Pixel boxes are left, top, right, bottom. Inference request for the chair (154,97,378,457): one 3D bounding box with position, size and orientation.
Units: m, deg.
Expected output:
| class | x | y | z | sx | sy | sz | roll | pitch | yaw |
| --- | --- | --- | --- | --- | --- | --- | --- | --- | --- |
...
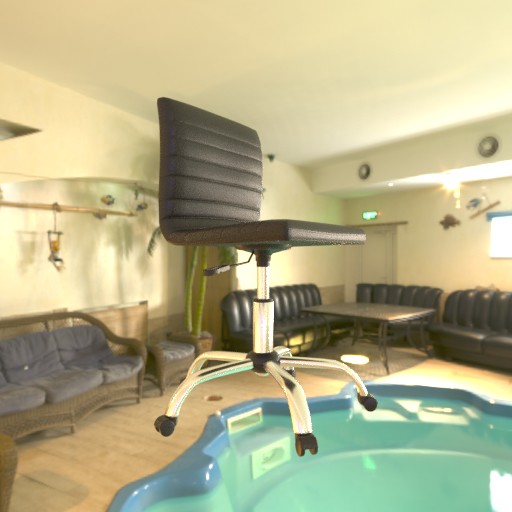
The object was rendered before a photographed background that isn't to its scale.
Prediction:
| class | x | y | z | sx | sy | sz | roll | pitch | yaw |
| --- | --- | --- | --- | --- | --- | --- | --- | --- | --- |
| chair | 0.000 | 0.000 | 1.140 | 0.530 | 0.780 | 0.556 | 0 | 0 | 37 |
